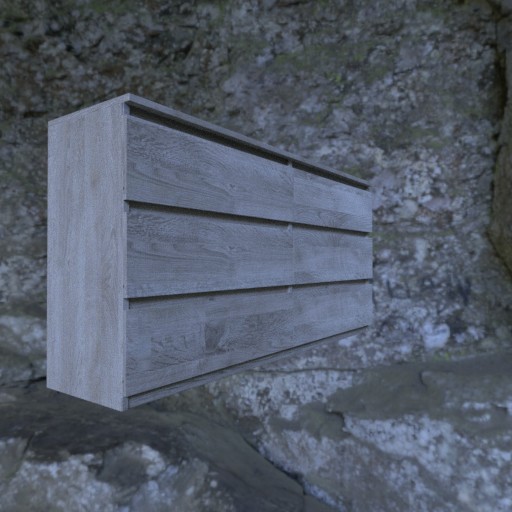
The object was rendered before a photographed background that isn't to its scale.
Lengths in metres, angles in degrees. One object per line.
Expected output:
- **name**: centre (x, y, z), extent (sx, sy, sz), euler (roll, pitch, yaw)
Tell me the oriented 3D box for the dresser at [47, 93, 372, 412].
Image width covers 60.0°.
- **dresser**: centre (0.000, 0.000, 1.848), extent (0.390, 0.795, 1.590), euler (0, -1, 36)
